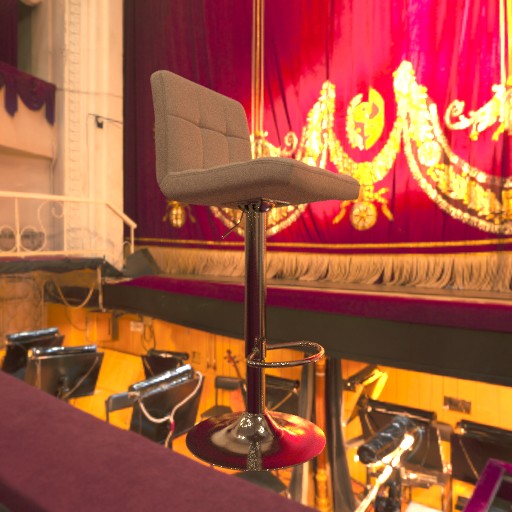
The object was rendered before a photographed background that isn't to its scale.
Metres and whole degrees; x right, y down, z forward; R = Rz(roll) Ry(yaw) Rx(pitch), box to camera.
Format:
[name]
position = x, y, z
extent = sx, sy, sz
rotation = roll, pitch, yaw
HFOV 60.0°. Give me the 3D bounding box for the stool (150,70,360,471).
[stool]
position = 0.000, 0.000, 1.346
extent = 0.505, 1.115, 0.430
rotation = 1, 1, 36
